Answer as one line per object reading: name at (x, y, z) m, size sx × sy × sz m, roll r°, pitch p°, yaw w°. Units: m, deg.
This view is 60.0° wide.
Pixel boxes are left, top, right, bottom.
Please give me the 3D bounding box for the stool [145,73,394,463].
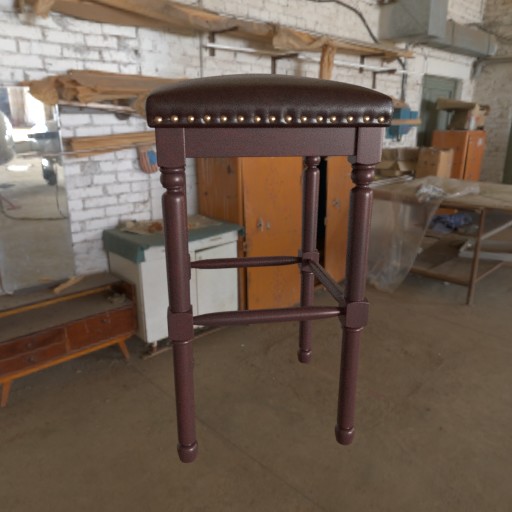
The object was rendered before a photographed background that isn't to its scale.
stool at (0.000, 0.000, 0.925) m, size 0.383 × 0.702 × 0.382 m, roll -3°, pitch 17°, yaw -8°
